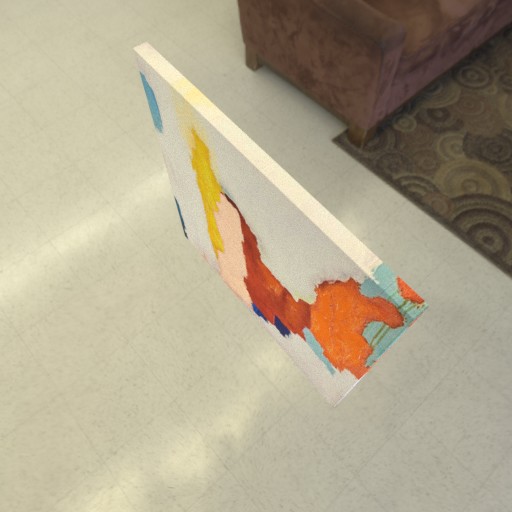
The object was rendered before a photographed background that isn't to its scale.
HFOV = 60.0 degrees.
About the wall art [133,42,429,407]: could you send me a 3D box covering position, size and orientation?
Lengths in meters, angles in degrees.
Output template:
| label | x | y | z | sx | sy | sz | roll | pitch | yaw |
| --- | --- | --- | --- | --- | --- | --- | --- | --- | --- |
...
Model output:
| label | x | y | z | sx | sy | sz | roll | pitch | yaw |
| --- | --- | --- | --- | --- | --- | --- | --- | --- | --- |
| wall art | 0.000 | 0.000 | 1.194 | 0.037 | 0.814 | 0.814 | -36 | 68 | -17 |
